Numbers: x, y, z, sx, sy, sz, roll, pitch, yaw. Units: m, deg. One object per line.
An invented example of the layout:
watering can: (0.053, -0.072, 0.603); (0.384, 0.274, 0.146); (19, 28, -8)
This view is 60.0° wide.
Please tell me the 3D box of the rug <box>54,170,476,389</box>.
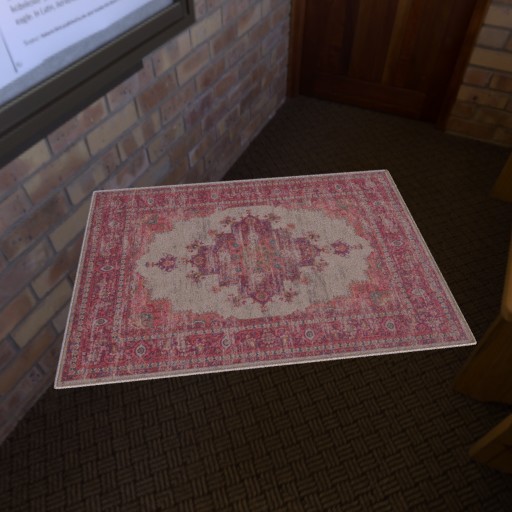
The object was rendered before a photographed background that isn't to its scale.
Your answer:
rug: (0.000, 0.000, 3.649); (2.878, 0.014, 2.005); (-5, 48, -4)
